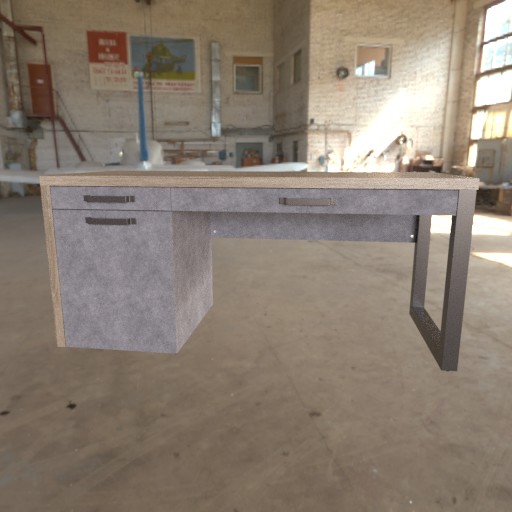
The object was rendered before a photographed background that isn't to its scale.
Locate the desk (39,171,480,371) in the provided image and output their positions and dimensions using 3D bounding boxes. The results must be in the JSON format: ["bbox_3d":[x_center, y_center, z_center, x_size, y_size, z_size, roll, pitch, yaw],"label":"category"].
[{"bbox_3d":[0.000,0.000,2.086,1.700,0.760,0.690,2,13,8],"label":"desk"}]
